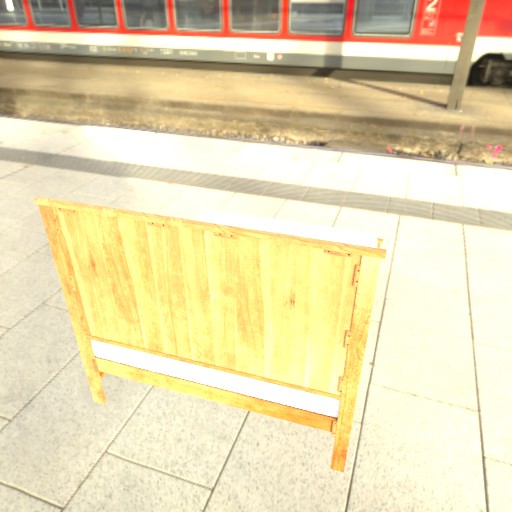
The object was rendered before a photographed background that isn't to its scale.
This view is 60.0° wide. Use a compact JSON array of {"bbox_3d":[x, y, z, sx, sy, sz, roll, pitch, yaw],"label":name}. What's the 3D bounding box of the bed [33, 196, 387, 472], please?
[{"bbox_3d":[0.000,0.000,3.588,1.936,1.686,2.201,10,33,15],"label":"bed"}]
